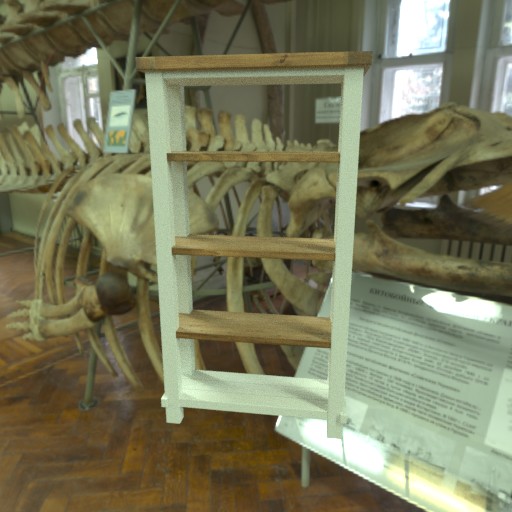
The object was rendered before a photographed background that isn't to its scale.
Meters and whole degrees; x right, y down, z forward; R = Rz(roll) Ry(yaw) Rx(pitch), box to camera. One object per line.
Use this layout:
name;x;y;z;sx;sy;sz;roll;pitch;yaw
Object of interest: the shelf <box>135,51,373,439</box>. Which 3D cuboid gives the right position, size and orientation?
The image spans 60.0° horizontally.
shelf;0.000;0.000;2.310;1.022;1.878;0.381;2;15;8
